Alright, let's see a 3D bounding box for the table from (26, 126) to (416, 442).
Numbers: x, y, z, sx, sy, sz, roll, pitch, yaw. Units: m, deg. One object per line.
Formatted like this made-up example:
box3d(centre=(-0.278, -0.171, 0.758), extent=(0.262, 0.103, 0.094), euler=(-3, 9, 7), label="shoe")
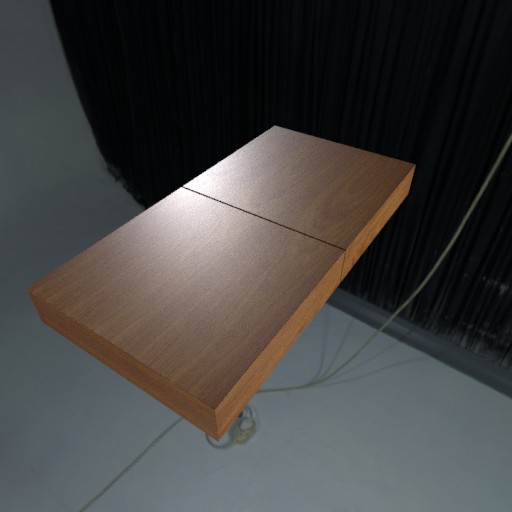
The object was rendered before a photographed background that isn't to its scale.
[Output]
box3d(centre=(0.000, 0.000, 1.486), extent=(0.610, 0.330, 1.194), euler=(23, 45, 25), label="table")
